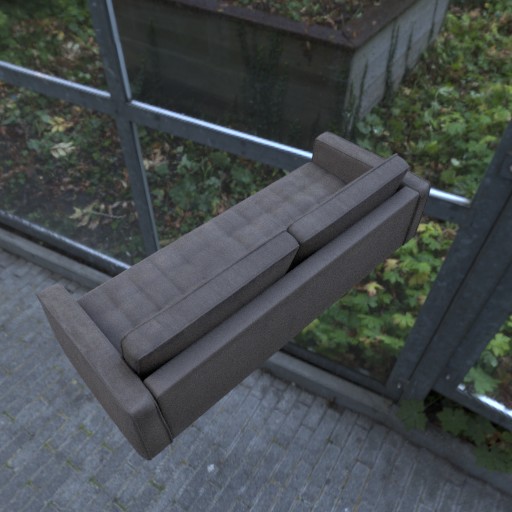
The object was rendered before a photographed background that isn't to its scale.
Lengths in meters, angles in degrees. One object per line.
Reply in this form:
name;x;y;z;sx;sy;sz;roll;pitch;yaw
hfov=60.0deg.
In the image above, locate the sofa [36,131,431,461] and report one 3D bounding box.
sofa;0.000;0.000;2.665;2.295;0.813;0.923;-34;55;-28
